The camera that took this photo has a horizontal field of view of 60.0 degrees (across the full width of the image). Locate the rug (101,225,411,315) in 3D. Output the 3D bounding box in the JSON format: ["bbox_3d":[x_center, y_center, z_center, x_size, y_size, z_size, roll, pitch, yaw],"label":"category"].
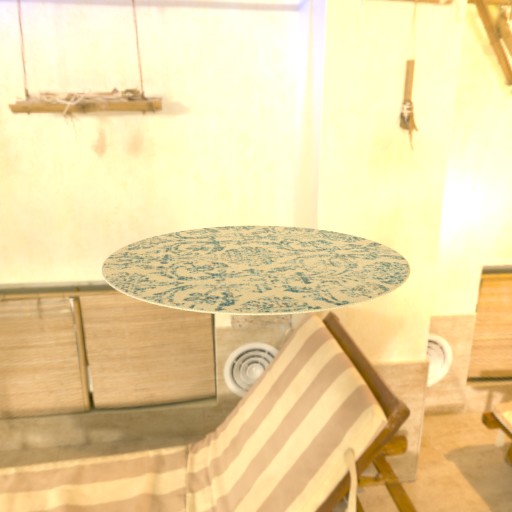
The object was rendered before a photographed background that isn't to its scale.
[{"bbox_3d":[0.000,0.000,2.407,1.593,0.012,1.593,0,16,0],"label":"rug"}]
